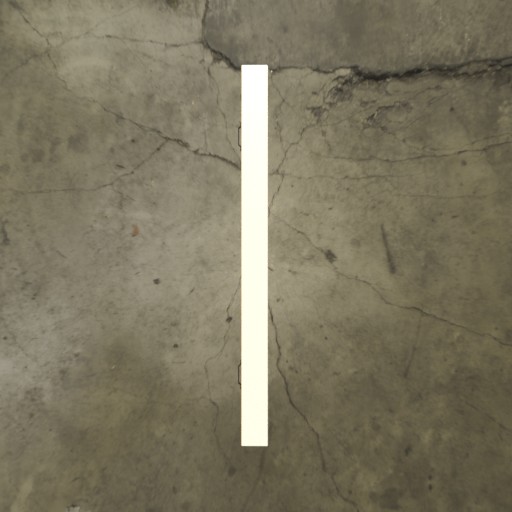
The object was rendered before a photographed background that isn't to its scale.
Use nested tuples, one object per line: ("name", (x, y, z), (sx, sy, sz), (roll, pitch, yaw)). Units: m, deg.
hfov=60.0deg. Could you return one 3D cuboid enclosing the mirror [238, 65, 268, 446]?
("mirror", (0.000, 0.000, 0.944), (0.040, 0.710, 0.507), (0, 90, 1))
